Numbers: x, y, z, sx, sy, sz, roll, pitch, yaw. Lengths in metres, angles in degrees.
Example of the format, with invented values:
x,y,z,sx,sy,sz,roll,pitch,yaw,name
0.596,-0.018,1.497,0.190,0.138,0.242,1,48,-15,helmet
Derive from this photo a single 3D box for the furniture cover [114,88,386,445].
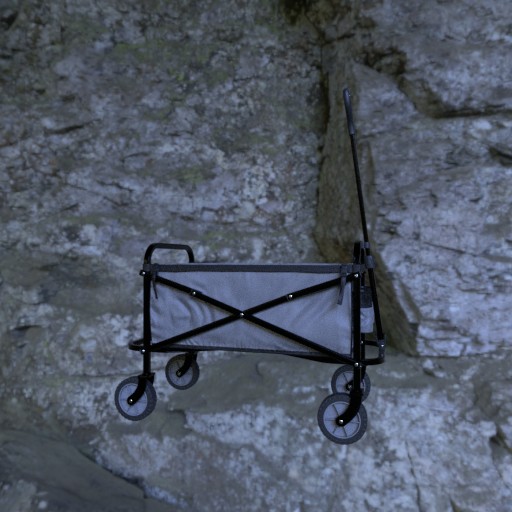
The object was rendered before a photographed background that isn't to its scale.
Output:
x,y,z,sx,sy,sz,roll,pitch,yaw,name
0.000,0.000,1.844,1.038,1.295,0.532,0,0,16,furniture cover
